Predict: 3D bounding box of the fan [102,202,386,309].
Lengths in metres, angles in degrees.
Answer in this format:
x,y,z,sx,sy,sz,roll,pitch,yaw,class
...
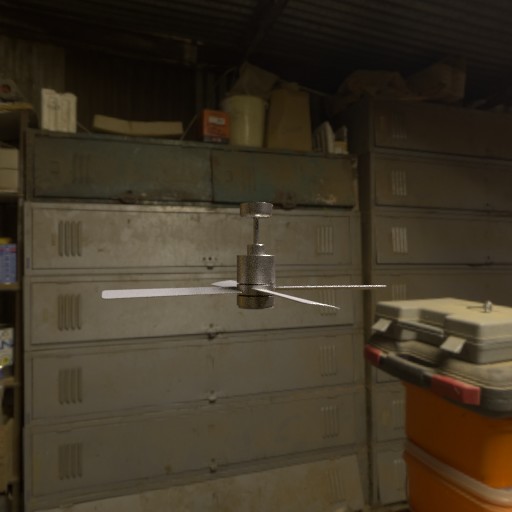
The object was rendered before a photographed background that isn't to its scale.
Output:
x,y,z,sx,sy,sz,roll,pitch,yaw,class
0.000,0.000,2.322,1.525,0.539,1.525,0,0,-18,fan
